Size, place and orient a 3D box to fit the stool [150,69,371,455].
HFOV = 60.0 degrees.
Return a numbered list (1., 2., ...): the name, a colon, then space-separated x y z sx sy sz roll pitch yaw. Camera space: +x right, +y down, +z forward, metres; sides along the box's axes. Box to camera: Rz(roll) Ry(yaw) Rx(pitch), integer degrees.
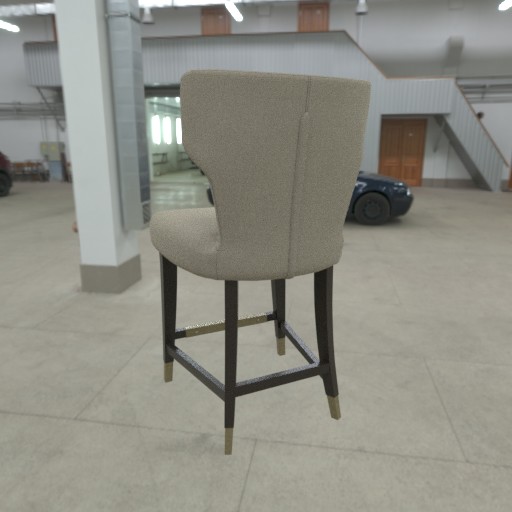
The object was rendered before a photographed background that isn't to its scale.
1. stool: 0.000 0.000 1.340 0.527 0.982 0.563 -7 16 -25
